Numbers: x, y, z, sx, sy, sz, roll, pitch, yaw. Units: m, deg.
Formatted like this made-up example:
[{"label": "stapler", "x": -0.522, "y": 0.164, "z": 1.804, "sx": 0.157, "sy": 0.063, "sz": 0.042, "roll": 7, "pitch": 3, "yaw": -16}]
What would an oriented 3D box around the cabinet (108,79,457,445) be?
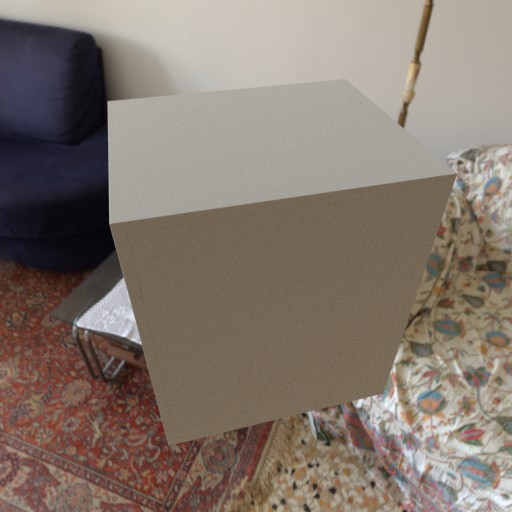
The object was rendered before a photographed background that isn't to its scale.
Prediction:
[{"label": "cabinet", "x": 0.000, "y": 0.000, "z": 0.773, "sx": 0.400, "sy": 0.470, "sz": 0.360, "roll": -10, "pitch": 42, "yaw": -11}]
